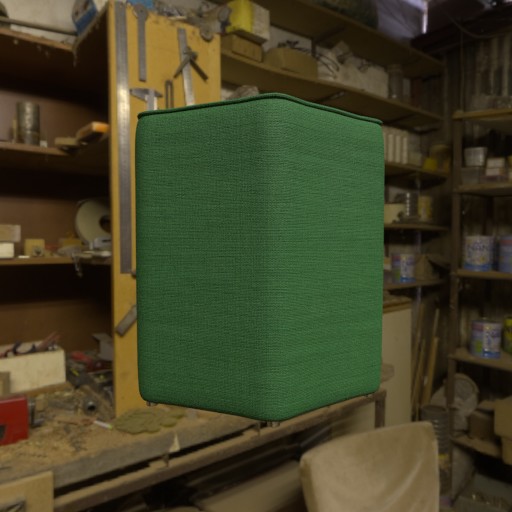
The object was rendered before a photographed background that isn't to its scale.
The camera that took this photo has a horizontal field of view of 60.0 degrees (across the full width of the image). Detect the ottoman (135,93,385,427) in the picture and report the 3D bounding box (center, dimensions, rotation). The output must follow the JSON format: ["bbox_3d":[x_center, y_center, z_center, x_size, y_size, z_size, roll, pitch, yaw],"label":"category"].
[{"bbox_3d":[0.000,0.000,0.893,0.499,0.507,0.444,-1,1,-37],"label":"ottoman"}]
